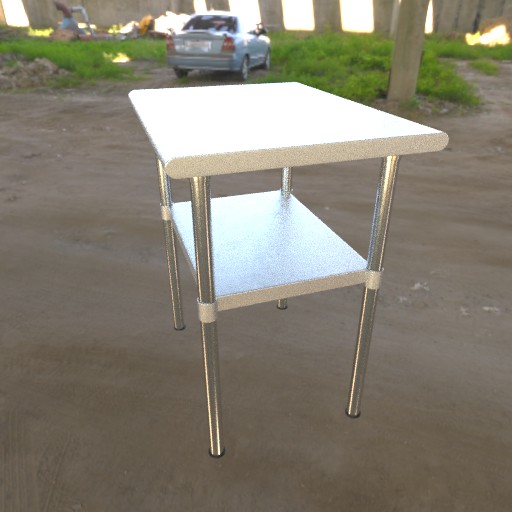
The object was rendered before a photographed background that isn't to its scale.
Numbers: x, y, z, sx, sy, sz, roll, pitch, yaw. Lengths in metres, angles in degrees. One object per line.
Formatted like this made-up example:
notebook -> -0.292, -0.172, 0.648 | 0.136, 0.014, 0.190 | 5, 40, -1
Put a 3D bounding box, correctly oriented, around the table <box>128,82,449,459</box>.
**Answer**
table -> 0.000, 0.000, 1.352 | 0.584, 0.876, 0.762 | -9, 30, -16
